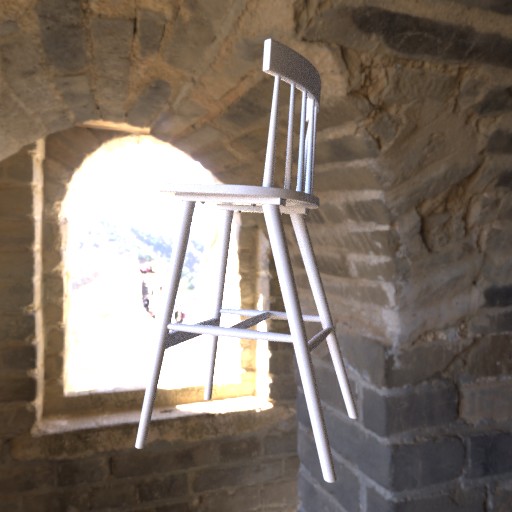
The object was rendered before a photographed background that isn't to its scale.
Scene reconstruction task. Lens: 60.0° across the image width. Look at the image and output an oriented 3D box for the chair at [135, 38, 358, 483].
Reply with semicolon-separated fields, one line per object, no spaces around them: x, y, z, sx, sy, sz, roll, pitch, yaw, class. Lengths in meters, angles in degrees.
0.000;0.000;1.372;0.572;1.092;0.483;0;0;20;chair
